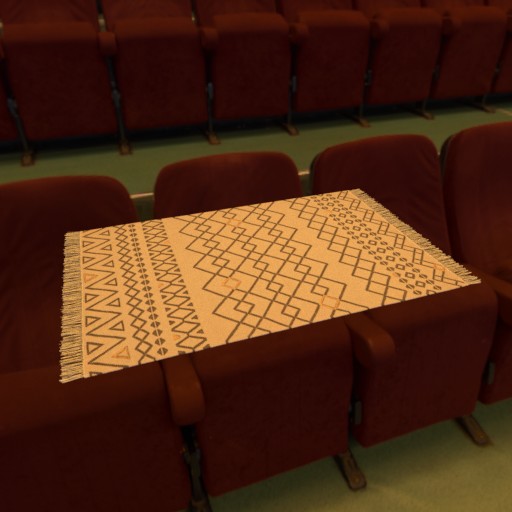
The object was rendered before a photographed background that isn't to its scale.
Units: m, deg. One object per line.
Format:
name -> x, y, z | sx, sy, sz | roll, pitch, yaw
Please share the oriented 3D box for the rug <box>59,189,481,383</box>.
rug -> 0.000, 0.000, 2.453 | 2.023, 0.028, 1.224 | -11, 34, -16
